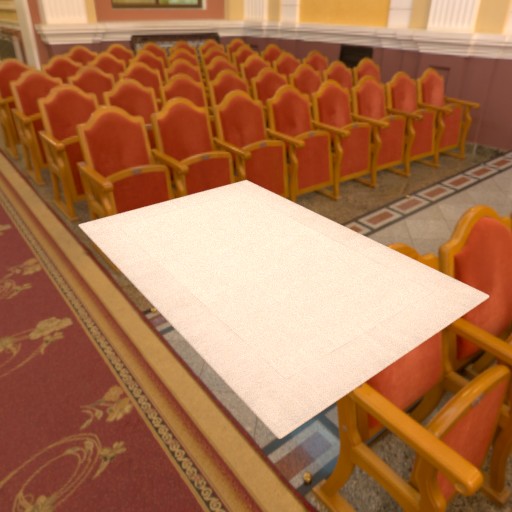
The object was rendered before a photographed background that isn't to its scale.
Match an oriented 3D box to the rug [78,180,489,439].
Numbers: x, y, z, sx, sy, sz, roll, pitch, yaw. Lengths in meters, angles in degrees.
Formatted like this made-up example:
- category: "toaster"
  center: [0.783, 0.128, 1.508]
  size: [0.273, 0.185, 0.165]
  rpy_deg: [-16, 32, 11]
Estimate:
- category: "rug"
  center: [0.000, 0.000, 2.275]
  size: [1.219, 0.013, 1.829]
  rpy_deg: [-21, 36, -32]
